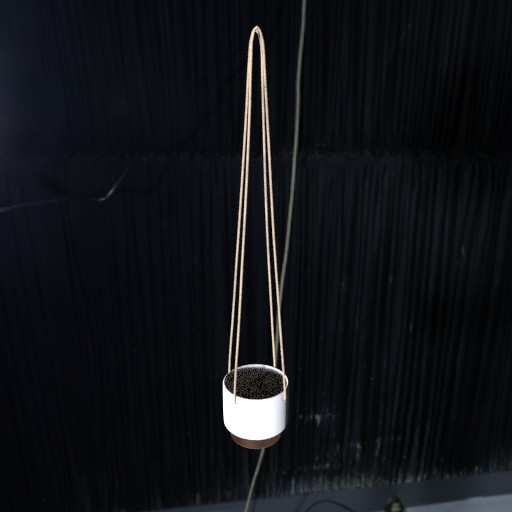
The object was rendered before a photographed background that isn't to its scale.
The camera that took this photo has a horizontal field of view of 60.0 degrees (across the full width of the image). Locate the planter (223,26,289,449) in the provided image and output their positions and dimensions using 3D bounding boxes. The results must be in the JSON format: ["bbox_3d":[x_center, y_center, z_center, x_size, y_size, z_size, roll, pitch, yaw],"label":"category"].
[{"bbox_3d":[0.000,0.000,0.900,0.146,0.841,0.146,-3,17,-9],"label":"planter"}]
